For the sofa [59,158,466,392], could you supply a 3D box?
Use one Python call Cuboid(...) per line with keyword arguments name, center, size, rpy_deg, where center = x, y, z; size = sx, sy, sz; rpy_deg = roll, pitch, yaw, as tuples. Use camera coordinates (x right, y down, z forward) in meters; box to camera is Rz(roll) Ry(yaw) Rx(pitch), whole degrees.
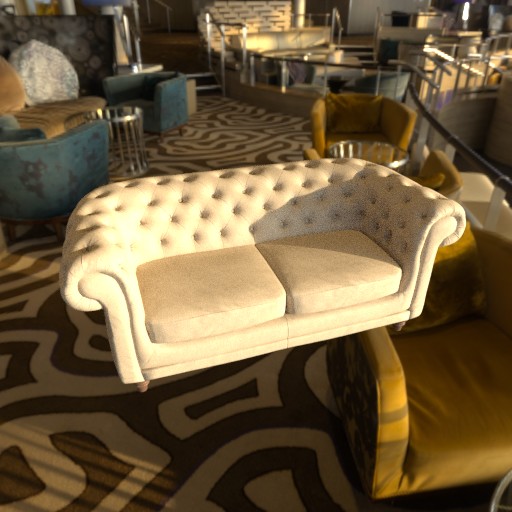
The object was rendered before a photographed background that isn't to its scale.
Cuboid(name="sofa", center=(0.000, 0.000, 2.578), size=(1.988, 0.835, 1.069), rpy_deg=(-9, 31, -16))
